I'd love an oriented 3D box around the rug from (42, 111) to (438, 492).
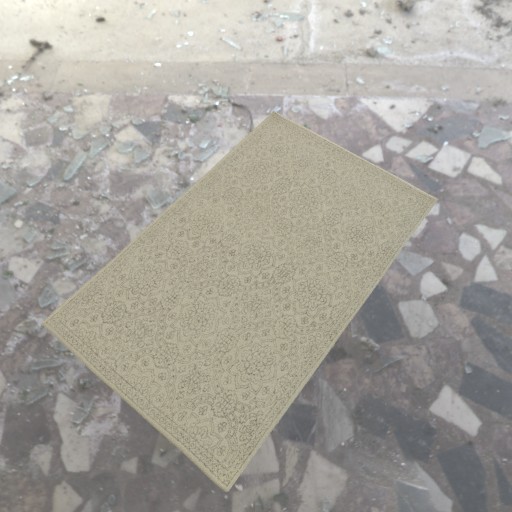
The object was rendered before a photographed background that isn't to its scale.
[{"bbox_3d":[0.000,0.000,2.410,1.214,0.023,1.947,34,65,18],"label":"rug"}]
